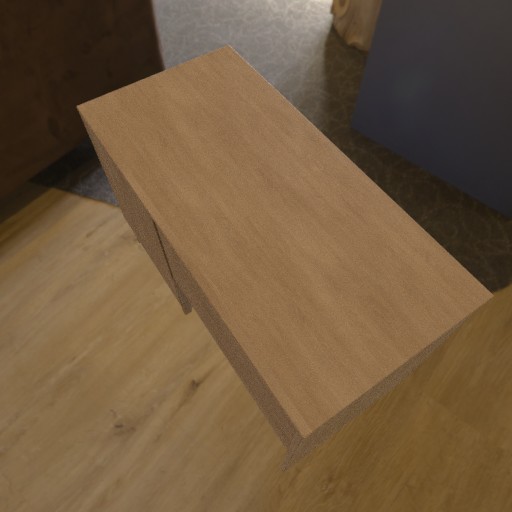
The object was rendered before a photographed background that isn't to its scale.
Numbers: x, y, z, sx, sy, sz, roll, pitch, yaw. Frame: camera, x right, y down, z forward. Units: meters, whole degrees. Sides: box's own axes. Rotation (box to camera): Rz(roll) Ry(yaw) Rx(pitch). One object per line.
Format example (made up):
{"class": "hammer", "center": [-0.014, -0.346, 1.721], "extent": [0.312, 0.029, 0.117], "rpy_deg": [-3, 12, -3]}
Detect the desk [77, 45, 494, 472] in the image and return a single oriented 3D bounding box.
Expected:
{"class": "desk", "center": [0.000, 0.000, 1.624], "extent": [0.600, 0.770, 1.251], "rpy_deg": [-30, 63, -17]}
